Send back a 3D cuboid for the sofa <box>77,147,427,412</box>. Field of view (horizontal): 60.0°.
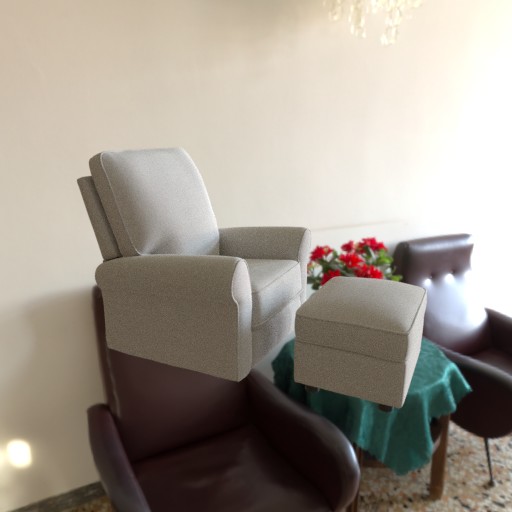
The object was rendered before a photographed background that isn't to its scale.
[{"bbox_3d":[0.000,0.000,2.050,1.478,0.959,0.880,7,16,26],"label":"sofa"}]
